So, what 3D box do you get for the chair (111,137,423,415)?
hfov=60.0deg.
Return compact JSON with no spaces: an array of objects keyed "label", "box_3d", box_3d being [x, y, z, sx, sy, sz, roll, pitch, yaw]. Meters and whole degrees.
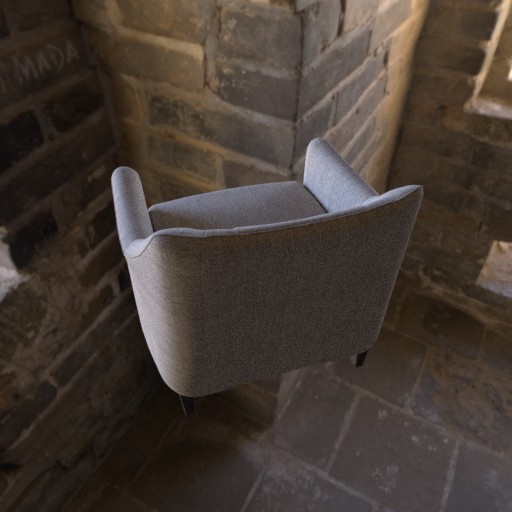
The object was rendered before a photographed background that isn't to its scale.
[{"label":"chair","box_3d":[0.000,0.000,1.418,0.796,0.761,0.758,-12,42,-13]}]
